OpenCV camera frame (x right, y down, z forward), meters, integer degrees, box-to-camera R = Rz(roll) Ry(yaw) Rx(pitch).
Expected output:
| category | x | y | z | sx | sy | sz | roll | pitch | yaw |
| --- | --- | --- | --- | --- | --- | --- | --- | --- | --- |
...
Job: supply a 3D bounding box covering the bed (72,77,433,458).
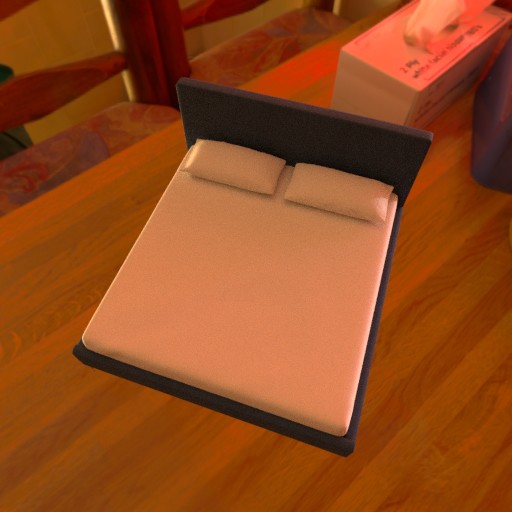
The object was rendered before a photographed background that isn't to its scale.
| category | x | y | z | sx | sy | sz | roll | pitch | yaw |
| --- | --- | --- | --- | --- | --- | --- | --- | --- | --- |
| bed | 0.000 | 0.000 | 3.450 | 2.096 | 1.231 | 2.232 | 16 | 60 | 10 |
